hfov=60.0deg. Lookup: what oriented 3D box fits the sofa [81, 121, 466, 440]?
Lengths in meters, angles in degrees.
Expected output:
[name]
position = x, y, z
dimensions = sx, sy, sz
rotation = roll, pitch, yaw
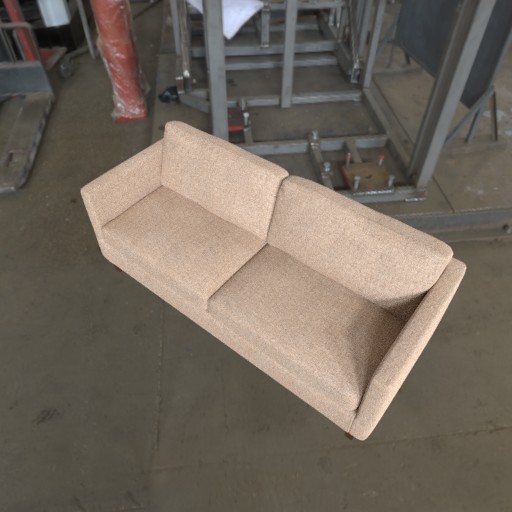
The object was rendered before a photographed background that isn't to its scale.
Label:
[sofa]
position = 0.000, 0.000, 2.802
dimensions = 2.208, 0.965, 0.951
rotation = 30, 54, 25
